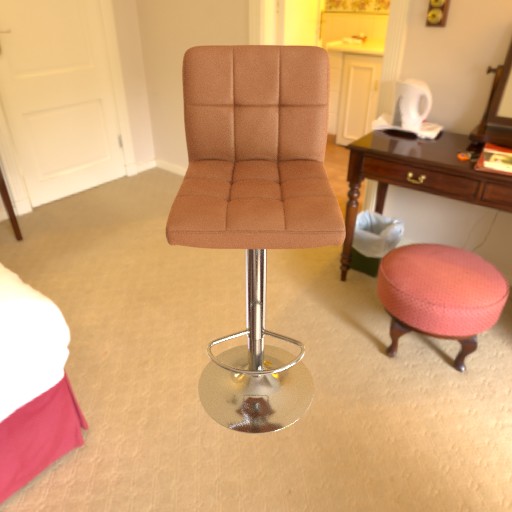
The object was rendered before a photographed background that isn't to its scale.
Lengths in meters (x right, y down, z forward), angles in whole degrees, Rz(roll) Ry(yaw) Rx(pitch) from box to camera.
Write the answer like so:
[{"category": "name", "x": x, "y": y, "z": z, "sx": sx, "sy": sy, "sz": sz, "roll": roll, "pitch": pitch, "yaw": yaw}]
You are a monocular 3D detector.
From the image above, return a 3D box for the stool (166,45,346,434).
[{"category": "stool", "x": 0.000, "y": 0.000, "z": 1.343, "sx": 0.430, "sy": 1.115, "sz": 0.505, "roll": 0, "pitch": 31, "yaw": 0}]
